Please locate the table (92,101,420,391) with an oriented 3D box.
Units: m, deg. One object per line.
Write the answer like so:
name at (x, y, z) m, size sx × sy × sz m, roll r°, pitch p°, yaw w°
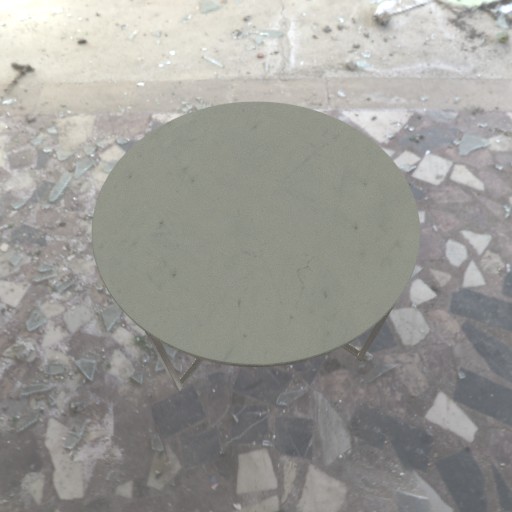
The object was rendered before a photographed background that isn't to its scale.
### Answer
table at (0.000, 0.000, 1.288) m, size 0.800 × 0.450 × 0.800 m, roll 0°, pitch 58°, yaw 0°
